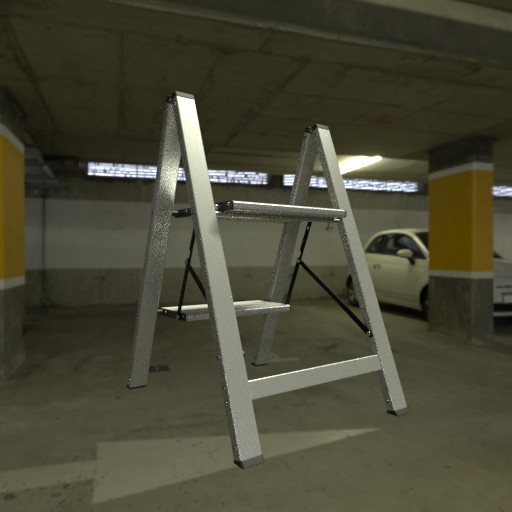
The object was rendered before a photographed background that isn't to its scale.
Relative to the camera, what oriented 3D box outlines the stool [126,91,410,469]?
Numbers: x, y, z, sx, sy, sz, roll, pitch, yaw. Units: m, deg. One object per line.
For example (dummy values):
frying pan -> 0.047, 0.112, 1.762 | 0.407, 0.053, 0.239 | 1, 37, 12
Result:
stool -> 0.000, 0.000, 1.040 | 0.440, 0.670, 0.535 | 0, 0, -36
